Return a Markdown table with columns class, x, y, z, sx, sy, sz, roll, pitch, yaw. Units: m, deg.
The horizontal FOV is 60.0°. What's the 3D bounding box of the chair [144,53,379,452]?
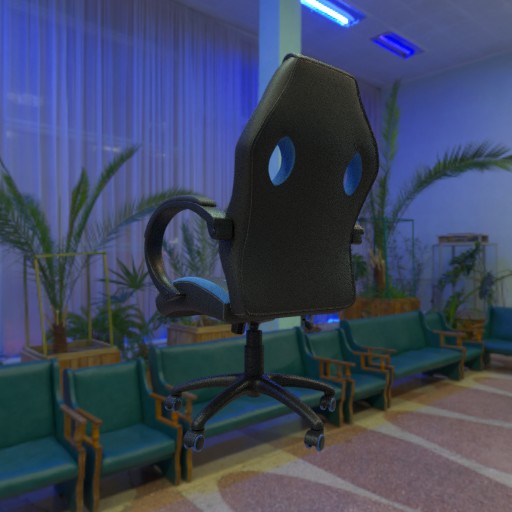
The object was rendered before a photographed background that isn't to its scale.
| class | x | y | z | sx | sy | sz | roll | pitch | yaw |
| --- | --- | --- | --- | --- | --- | --- | --- | --- | --- |
| chair | 0.000 | 0.000 | 1.611 | 0.673 | 1.187 | 0.724 | 1 | -1 | -37 |
